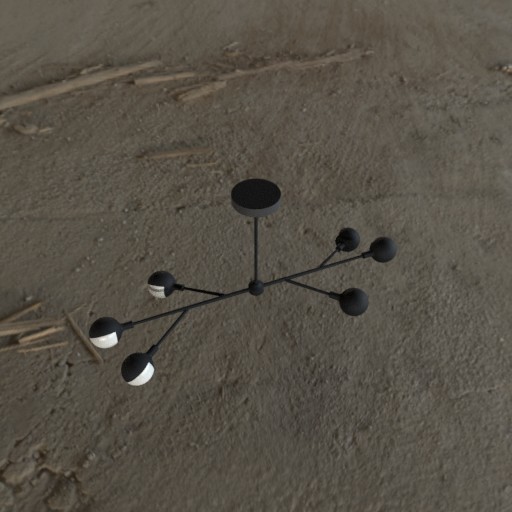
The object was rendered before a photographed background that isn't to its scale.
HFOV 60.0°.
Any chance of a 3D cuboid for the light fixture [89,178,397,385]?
[{"bbox_3d":[0.000,0.000,1.022,0.778,0.362,0.434,-4,46,-4],"label":"light fixture"}]
